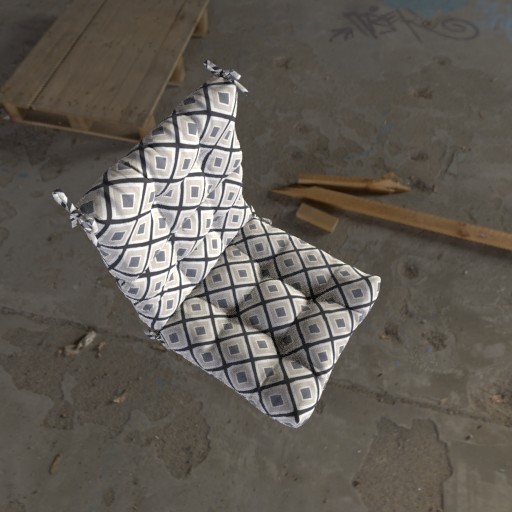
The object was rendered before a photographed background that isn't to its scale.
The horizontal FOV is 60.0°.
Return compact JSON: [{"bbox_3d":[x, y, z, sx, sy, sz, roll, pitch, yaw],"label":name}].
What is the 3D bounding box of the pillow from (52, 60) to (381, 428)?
[{"bbox_3d":[0.000,0.000,1.054,0.571,0.605,0.519,29,63,16],"label":"pillow"}]
